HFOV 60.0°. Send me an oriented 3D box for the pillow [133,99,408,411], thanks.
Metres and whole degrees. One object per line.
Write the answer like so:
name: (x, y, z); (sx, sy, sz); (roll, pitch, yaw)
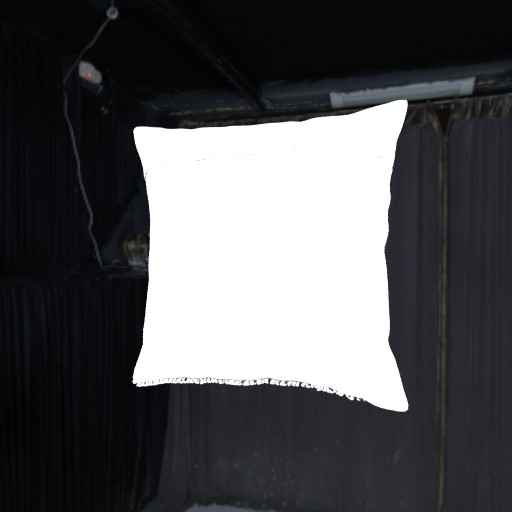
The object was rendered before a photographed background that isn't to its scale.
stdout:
pillow: (0.000, 0.000, 0.732); (0.475, 0.473, 0.178); (0, 0, 18)
